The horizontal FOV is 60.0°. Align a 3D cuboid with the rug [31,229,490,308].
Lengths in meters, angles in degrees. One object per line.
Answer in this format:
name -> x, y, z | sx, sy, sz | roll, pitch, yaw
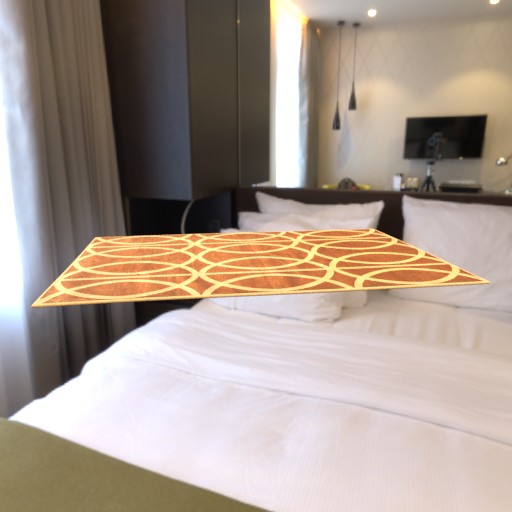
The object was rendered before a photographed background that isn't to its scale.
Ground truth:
rug -> 0.000, 0.000, 2.893 | 2.290, 0.014, 1.526 | -2, 14, -9
